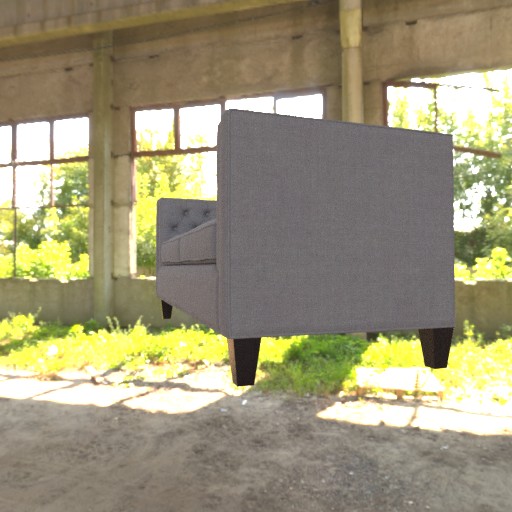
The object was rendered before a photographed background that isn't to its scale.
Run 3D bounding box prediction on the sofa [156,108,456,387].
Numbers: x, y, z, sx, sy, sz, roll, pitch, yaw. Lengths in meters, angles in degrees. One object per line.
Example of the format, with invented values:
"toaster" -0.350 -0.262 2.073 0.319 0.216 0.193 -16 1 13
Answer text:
"sofa" 0.000 0.000 2.144 0.775 0.762 1.778 0 -2 -19
